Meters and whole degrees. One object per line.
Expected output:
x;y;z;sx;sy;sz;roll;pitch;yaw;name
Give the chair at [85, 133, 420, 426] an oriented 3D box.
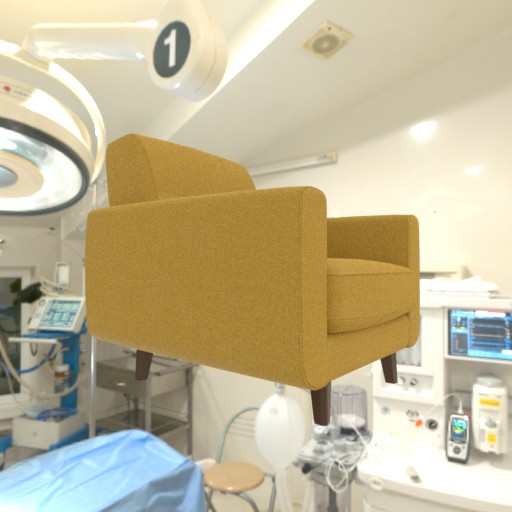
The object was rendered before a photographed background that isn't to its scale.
0.000;0.000;1.521;0.909;0.841;0.831;-1;-1;37;chair
